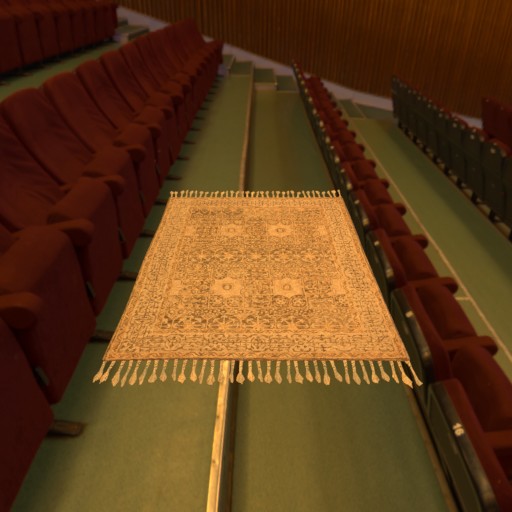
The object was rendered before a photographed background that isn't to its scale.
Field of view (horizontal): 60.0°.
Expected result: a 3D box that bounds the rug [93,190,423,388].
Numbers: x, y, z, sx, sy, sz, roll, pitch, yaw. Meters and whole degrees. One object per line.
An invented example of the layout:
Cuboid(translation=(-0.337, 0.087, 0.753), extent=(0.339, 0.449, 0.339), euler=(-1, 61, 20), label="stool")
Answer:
Cuboid(translation=(0.000, 0.000, 3.190), extent=(1.619, 0.023, 2.465), euler=(0, 31, 0), label="rug")
